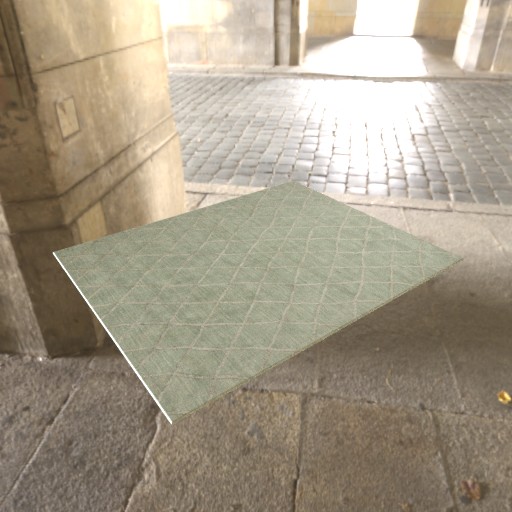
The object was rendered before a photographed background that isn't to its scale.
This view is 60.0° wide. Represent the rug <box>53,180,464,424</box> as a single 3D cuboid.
[{"bbox_3d":[0.000,0.000,4.187,3.039,0.019,2.420,-21,37,-31],"label":"rug"}]
